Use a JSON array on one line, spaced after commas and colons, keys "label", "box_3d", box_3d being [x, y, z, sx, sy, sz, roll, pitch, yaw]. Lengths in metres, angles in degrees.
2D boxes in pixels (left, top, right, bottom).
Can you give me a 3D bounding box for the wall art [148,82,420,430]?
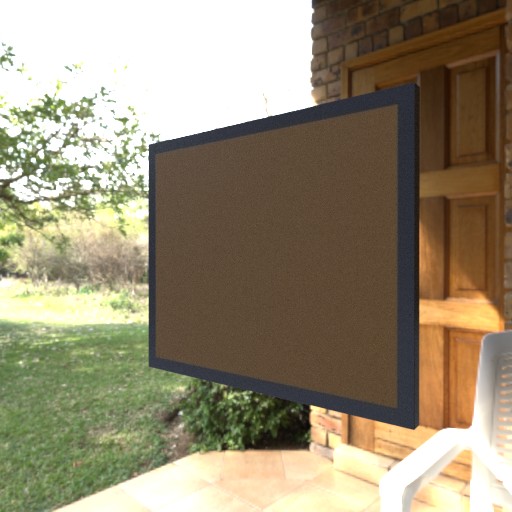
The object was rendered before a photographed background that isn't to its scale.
[{"label": "wall art", "box_3d": [0.000, 0.000, 0.921, 0.660, 0.558, 0.026, 0, 0, 37]}]
